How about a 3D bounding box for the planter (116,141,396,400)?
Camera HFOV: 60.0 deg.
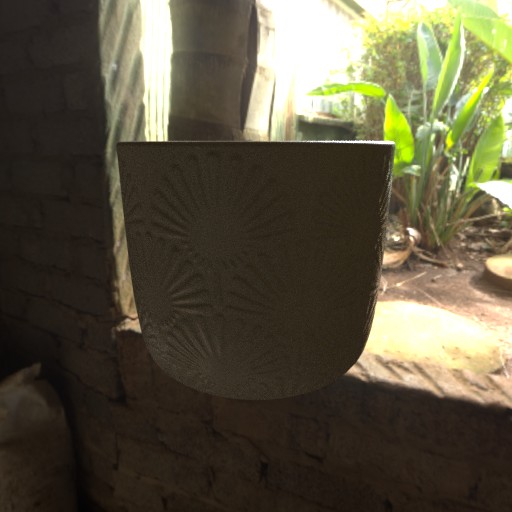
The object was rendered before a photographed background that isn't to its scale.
[{"bbox_3d":[0.000,0.000,0.218,0.124,0.109,0.124,0,14,0],"label":"planter"}]
